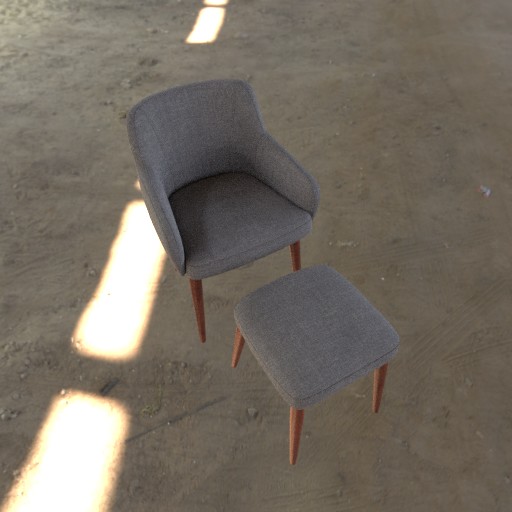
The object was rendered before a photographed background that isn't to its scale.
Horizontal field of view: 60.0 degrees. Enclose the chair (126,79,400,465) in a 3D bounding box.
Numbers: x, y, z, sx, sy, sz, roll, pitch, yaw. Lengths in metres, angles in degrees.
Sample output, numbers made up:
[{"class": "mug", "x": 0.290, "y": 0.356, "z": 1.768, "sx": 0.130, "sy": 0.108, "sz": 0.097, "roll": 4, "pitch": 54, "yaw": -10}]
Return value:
[{"class": "chair", "x": 0.000, "y": 0.000, "z": 1.551, "sx": 0.584, "sy": 0.799, "sz": 1.107, "roll": -23, "pitch": 50, "yaw": -20}]
